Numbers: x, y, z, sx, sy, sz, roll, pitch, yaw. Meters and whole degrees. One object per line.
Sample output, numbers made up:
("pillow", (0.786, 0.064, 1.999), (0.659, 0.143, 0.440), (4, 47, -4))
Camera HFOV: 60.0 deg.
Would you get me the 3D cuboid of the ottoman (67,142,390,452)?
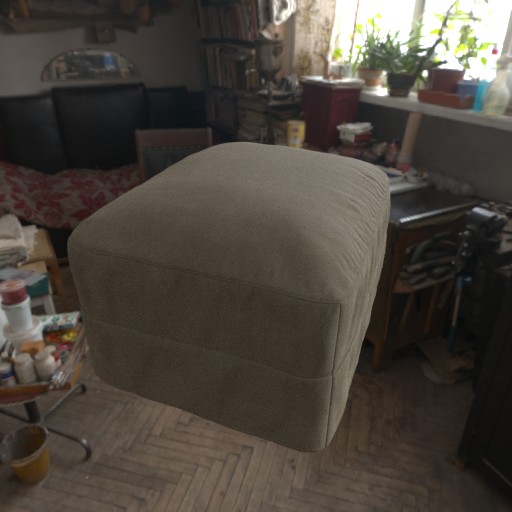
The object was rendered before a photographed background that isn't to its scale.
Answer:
("ottoman", (0.000, 0.000, 1.101), (0.584, 0.480, 0.712), (11, 30, 19))
